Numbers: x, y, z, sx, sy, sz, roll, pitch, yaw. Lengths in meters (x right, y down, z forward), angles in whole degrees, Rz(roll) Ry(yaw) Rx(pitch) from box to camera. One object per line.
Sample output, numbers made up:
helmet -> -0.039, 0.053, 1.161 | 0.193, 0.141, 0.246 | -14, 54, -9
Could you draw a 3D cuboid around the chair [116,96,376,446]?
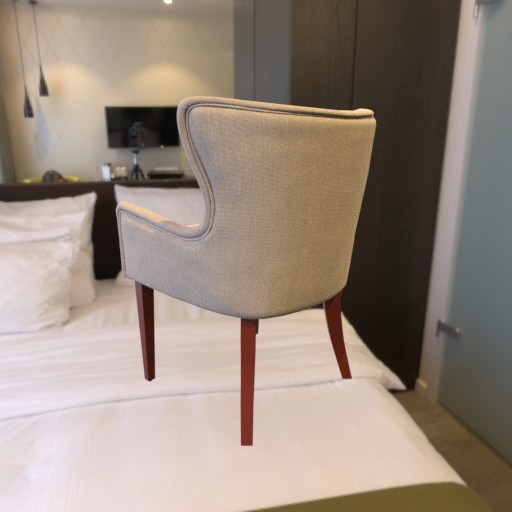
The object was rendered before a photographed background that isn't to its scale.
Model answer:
chair -> 0.000, 0.000, 1.471 | 0.732, 0.948, 0.677 | -15, 21, -43
